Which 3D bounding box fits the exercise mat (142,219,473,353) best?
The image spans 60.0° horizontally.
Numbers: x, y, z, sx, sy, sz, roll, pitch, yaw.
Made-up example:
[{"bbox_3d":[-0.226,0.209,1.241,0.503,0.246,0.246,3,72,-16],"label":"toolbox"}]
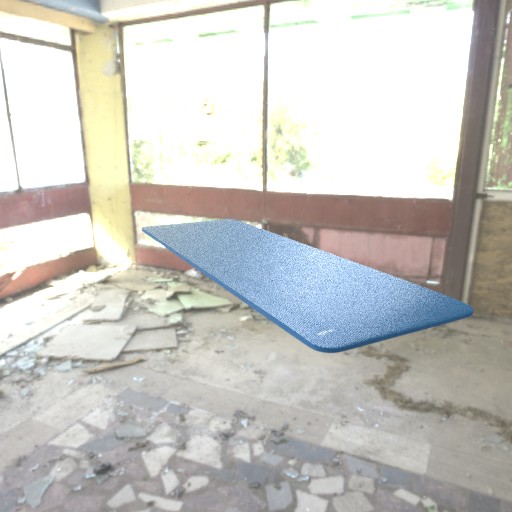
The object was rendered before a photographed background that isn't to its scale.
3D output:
[{"bbox_3d":[0.000,0.000,2.058,0.616,0.021,1.869,-8,17,-27],"label":"exercise mat"}]
